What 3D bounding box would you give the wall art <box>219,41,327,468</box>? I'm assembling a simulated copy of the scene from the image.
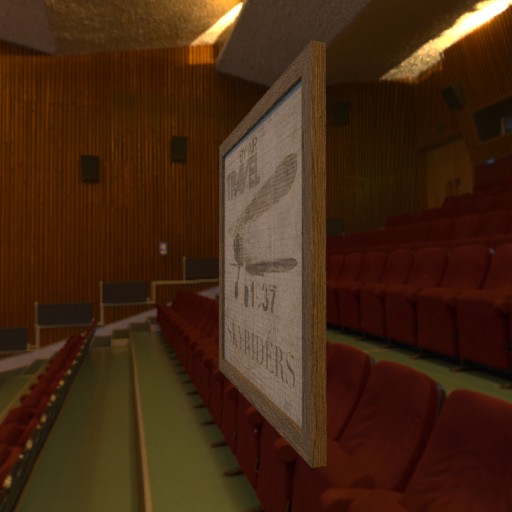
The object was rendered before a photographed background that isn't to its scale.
[{"bbox_3d":[0.000,0.000,0.772,0.019,0.508,0.508,0,-1,-17],"label":"wall art"}]
